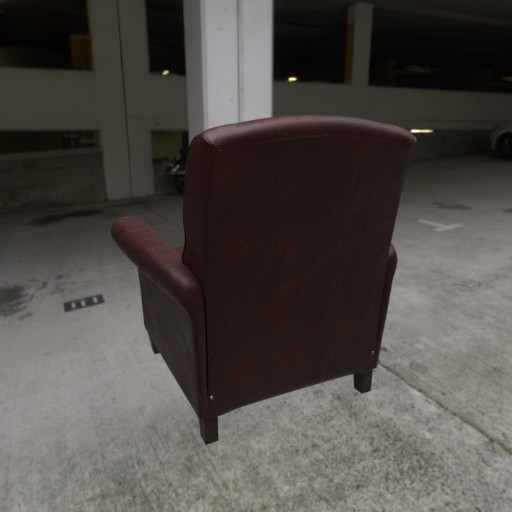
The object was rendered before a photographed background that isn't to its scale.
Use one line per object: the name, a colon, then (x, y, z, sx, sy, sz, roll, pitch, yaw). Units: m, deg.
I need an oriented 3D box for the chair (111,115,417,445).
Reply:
chair: (0.000, 0.000, 1.779, 0.978, 1.061, 0.902, -8, 18, -25)
